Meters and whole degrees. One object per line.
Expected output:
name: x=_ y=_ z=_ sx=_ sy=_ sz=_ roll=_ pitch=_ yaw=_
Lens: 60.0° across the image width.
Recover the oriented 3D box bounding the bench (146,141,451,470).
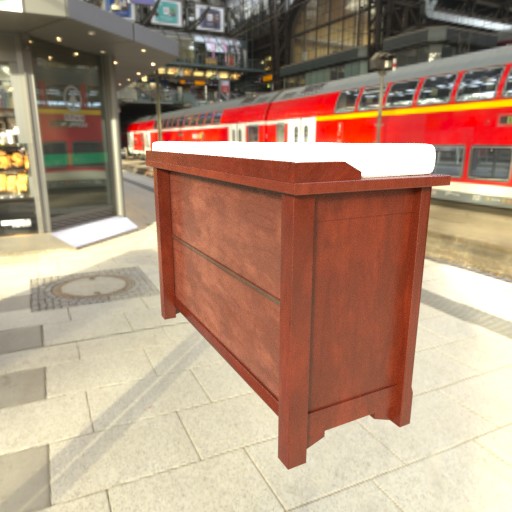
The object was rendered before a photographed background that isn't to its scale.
bench: x=0.000 y=0.000 z=1.296 sx=0.369 sy=0.646 sz=0.987 roll=-7 pitch=16 yaw=-26
